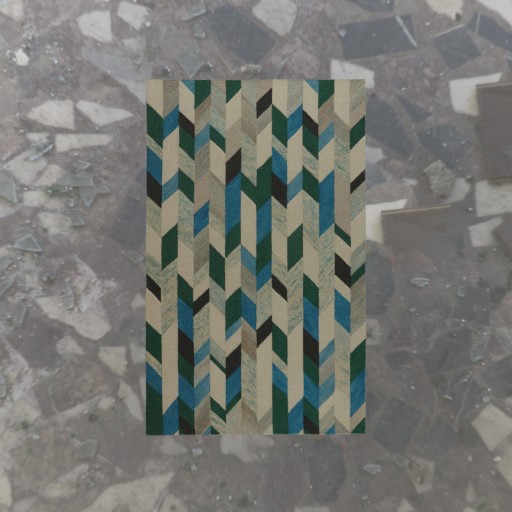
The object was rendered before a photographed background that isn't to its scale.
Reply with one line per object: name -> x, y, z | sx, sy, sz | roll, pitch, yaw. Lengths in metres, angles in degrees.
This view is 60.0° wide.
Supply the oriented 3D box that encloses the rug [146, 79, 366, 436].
rug -> 0.000, 0.000, 3.026 | 1.507, 0.007, 2.433 | 0, 89, 0
